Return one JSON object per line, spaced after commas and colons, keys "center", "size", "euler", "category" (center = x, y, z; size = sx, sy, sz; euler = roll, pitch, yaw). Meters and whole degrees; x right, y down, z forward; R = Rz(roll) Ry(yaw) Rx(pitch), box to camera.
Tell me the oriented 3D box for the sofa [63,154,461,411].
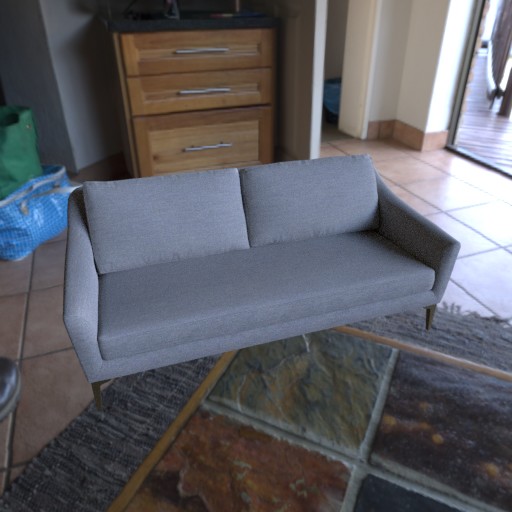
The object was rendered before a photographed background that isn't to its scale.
{"center": [0.000, 0.000, 2.579], "size": [2.036, 0.913, 0.980], "euler": [-10, 32, -16], "category": "sofa"}
